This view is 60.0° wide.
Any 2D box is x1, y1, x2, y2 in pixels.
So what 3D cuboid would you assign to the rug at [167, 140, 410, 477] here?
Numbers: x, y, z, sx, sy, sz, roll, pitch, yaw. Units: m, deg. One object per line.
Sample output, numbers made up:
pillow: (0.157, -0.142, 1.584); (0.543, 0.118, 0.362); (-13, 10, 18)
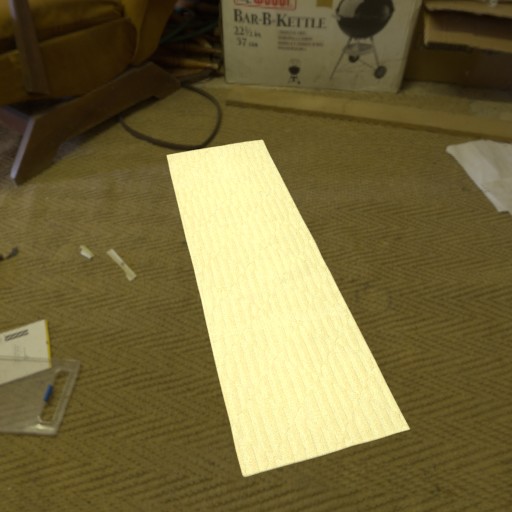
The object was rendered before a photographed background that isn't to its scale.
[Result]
rug: (0.000, 0.000, 2.747); (0.793, 0.014, 2.450); (-12, 49, -10)
